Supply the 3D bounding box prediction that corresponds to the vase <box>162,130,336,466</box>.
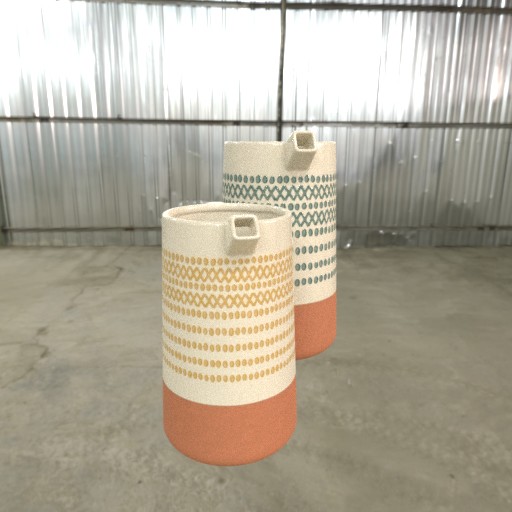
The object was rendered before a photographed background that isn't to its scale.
[{"bbox_3d":[0.000,0.000,0.454,0.168,0.247,0.326,7,16,26],"label":"vase"}]
